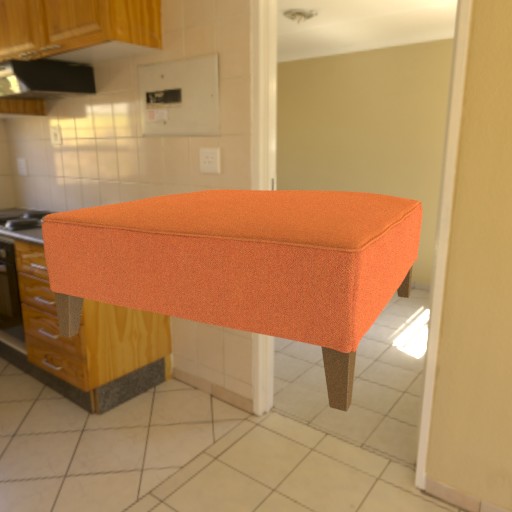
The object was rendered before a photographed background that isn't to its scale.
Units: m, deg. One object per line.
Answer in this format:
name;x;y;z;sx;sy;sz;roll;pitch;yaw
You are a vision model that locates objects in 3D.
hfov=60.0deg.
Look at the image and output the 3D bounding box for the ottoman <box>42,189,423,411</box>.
ottoman;0.000;0.000;1.584;0.997;0.438;0.999;7;15;26
